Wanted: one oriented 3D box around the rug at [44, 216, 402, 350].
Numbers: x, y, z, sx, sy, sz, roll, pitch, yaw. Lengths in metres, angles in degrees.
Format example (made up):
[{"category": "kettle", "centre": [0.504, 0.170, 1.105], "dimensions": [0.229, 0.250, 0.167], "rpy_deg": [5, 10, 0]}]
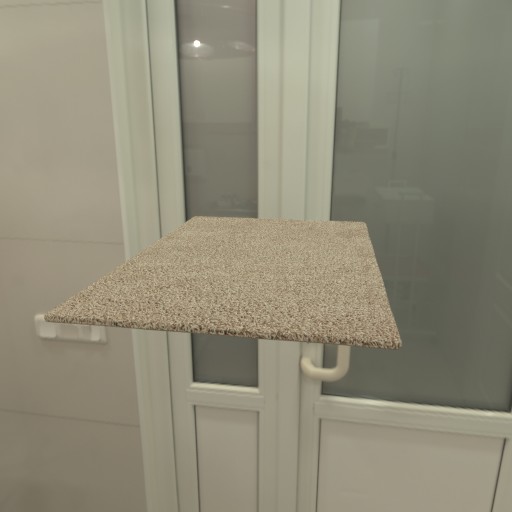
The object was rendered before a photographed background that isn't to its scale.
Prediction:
[{"category": "rug", "centre": [0.000, 0.000, 2.298], "dimensions": [1.219, 0.030, 1.778], "rpy_deg": [3, 17, 9]}]
